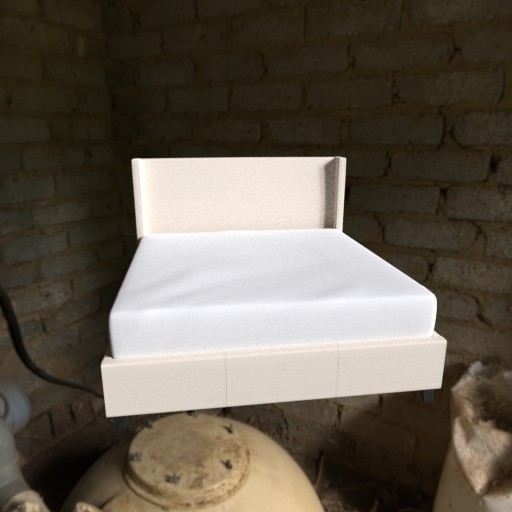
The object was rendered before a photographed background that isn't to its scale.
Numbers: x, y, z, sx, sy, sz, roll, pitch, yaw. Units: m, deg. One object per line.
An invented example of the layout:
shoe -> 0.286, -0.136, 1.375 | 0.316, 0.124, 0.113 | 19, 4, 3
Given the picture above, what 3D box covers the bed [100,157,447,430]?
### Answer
bed -> 0.000, 0.000, 3.676 | 2.145, 1.471, 2.293 | -2, 16, -8
